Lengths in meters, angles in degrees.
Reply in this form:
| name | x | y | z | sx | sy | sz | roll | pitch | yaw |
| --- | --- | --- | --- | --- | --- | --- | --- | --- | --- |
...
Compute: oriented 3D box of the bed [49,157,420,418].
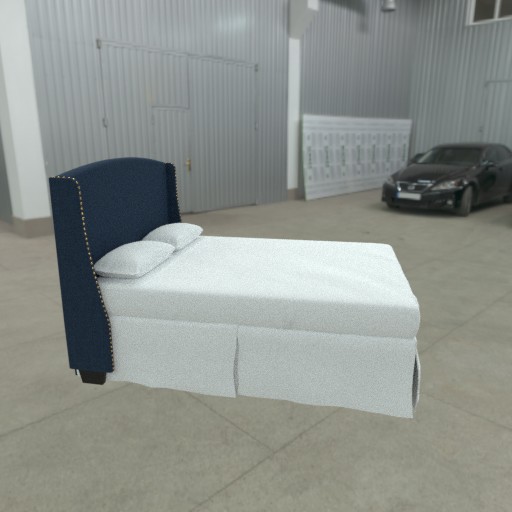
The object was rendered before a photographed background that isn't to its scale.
| name | x | y | z | sx | sy | sz | roll | pitch | yaw |
| --- | --- | --- | --- | --- | --- | --- | --- | --- | --- |
| bed | 0.000 | 0.000 | 3.279 | 2.223 | 1.402 | 1.604 | 3 | 15 | 10 |
